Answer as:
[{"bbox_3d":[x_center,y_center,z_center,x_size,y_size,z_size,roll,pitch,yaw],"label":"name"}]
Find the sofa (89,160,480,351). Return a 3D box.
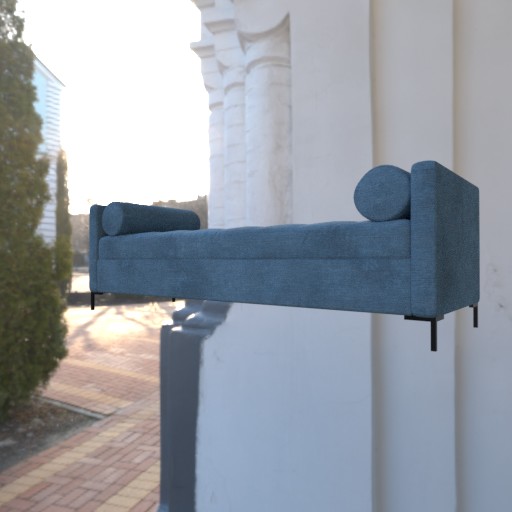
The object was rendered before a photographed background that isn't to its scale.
[{"bbox_3d":[0.000,0.000,2.292,1.981,0.635,0.686,0,-1,37],"label":"sofa"}]
